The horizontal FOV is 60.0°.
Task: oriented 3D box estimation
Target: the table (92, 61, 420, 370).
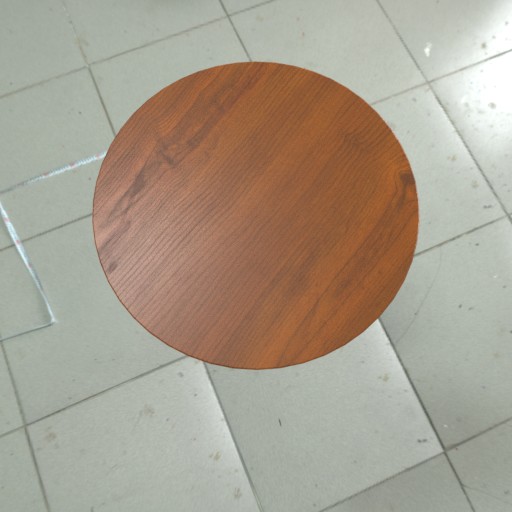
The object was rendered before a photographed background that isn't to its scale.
[{"bbox_3d":[0.000,0.000,0.915,0.457,0.610,0.457,0,75,0],"label":"table"}]
